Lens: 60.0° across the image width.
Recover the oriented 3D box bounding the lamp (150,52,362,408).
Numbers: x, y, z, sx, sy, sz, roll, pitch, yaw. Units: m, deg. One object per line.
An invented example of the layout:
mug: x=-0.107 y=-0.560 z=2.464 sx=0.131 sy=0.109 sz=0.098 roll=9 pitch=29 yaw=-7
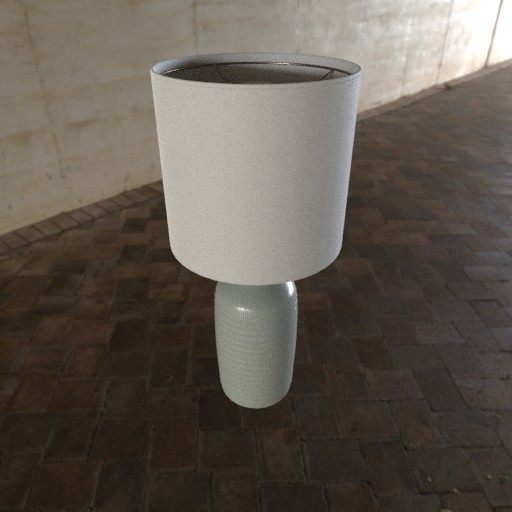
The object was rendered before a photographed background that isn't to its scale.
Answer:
lamp: x=0.000 y=0.000 z=0.595 sx=0.220 sy=0.475 sz=0.220 roll=-8 pitch=32 yaw=-14
